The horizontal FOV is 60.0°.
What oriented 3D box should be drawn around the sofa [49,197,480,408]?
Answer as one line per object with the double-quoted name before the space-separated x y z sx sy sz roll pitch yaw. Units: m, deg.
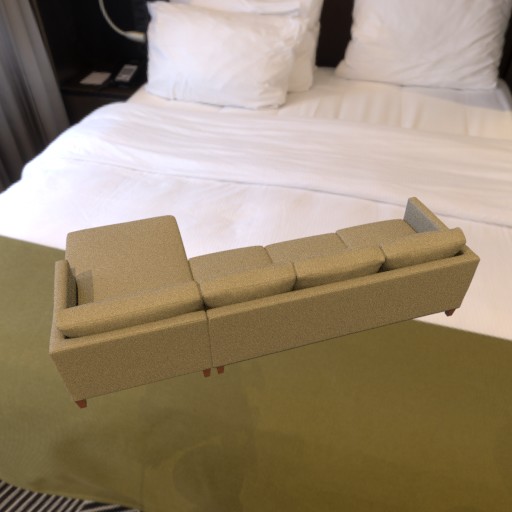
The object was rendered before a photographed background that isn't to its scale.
"sofa" 0.000 0.000 3.837 3.186 0.861 1.625 -11 42 -13
